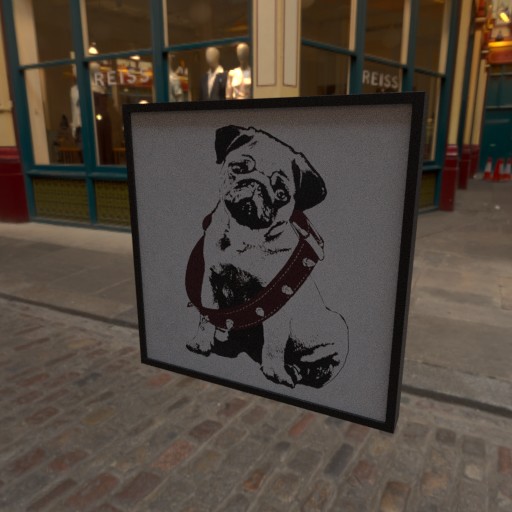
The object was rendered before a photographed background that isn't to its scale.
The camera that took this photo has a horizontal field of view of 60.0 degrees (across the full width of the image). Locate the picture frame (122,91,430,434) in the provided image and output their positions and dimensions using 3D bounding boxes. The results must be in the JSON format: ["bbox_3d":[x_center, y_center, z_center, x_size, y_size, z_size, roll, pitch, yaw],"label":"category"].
[{"bbox_3d":[0.000,0.000,0.476,0.317,0.317,0.030,7,17,26],"label":"picture frame"}]
